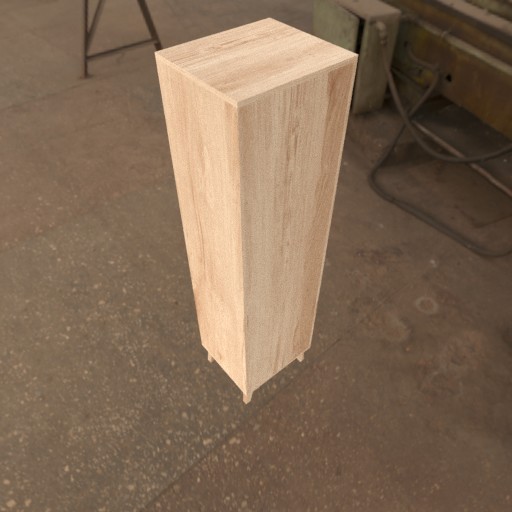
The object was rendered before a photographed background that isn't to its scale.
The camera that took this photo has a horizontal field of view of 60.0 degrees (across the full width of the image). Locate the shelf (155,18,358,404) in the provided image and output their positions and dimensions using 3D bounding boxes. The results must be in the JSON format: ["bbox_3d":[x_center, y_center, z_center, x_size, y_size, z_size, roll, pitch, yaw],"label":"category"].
[{"bbox_3d":[0.000,0.000,2.187,0.510,1.960,0.450,-31,54,-26],"label":"shelf"}]
